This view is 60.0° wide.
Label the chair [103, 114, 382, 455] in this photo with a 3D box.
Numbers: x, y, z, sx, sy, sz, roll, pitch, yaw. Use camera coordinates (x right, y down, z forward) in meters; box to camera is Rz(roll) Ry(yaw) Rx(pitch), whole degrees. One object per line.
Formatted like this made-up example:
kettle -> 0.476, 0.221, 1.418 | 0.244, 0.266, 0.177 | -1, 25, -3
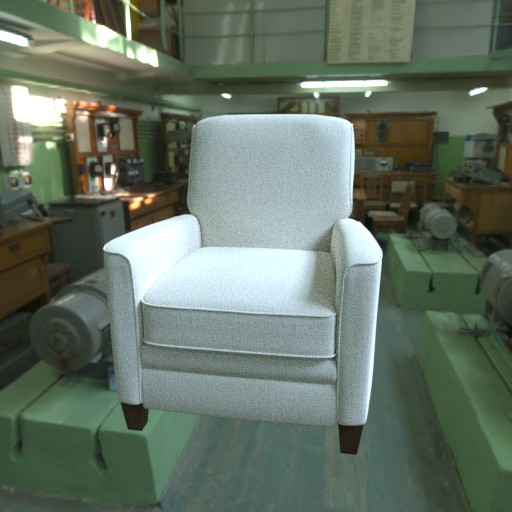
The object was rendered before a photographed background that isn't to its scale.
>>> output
chair -> 0.000, 0.000, 1.639 | 0.841, 1.028, 0.858 | 2, 15, 9
